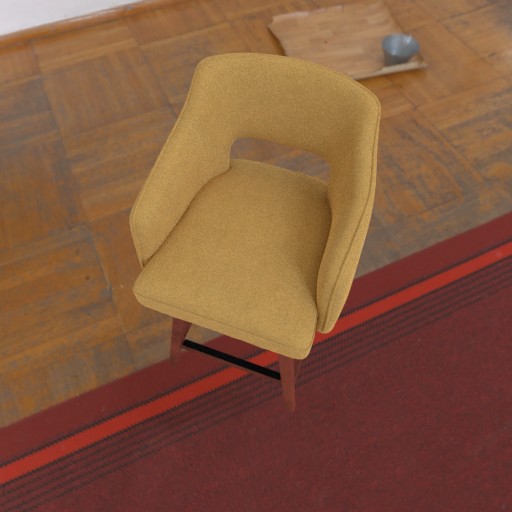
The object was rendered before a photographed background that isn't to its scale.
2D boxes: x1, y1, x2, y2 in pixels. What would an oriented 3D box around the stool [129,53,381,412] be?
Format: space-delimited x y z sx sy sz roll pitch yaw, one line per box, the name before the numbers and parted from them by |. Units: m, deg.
stool | 0.000 0.000 1.278 0.548 0.924 0.558 17 59 11
